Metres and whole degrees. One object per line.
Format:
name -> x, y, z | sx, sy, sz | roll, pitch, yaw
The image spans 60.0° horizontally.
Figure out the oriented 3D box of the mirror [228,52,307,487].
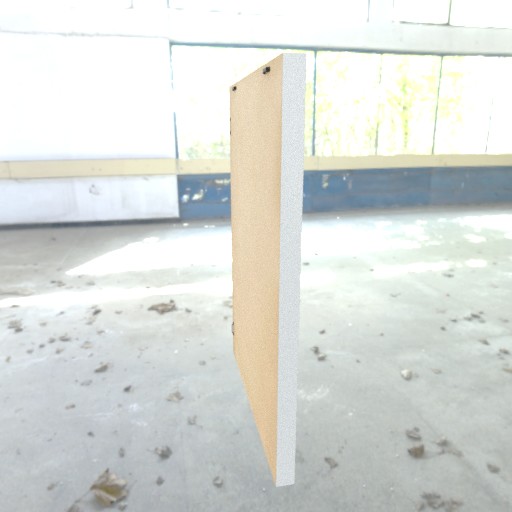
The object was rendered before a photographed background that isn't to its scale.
mirror -> 0.000, 0.000, 0.931 | 0.039, 0.710, 0.507 | -3, 16, -11
